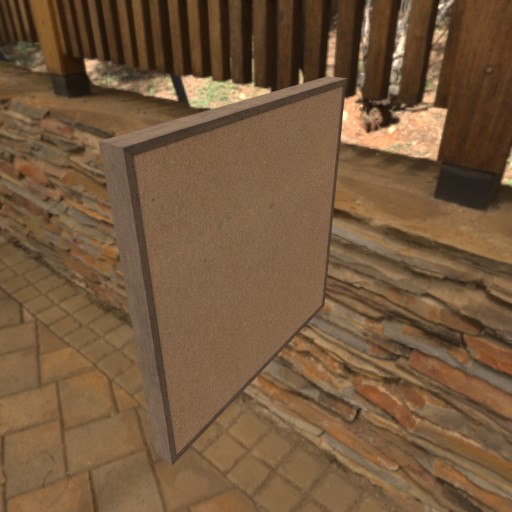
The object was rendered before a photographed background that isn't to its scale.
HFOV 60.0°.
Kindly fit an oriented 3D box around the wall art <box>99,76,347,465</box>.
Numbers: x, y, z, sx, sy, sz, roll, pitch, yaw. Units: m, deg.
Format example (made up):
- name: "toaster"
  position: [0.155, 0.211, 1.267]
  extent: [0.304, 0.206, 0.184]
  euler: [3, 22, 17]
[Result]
- name: "wall art"
  position: [0.000, 0.000, 0.756]
  extent: [0.038, 0.508, 0.508]
  euler: [20, 36, 30]
